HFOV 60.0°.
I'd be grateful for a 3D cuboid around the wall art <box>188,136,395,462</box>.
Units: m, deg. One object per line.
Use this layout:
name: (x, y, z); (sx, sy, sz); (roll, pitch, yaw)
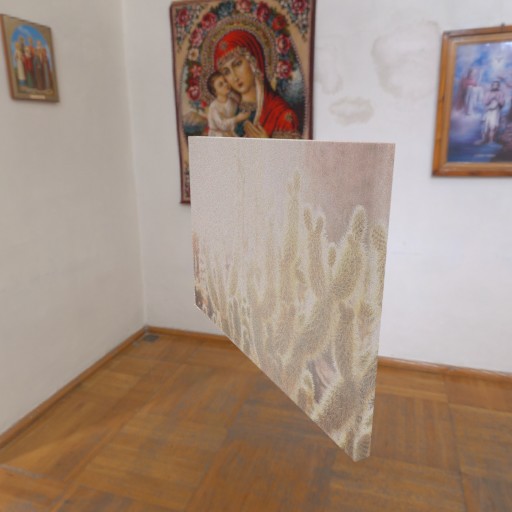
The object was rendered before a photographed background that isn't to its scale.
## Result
wall art: (0.000, 0.000, 1.187); (0.040, 0.608, 0.916); (-8, 18, -26)
